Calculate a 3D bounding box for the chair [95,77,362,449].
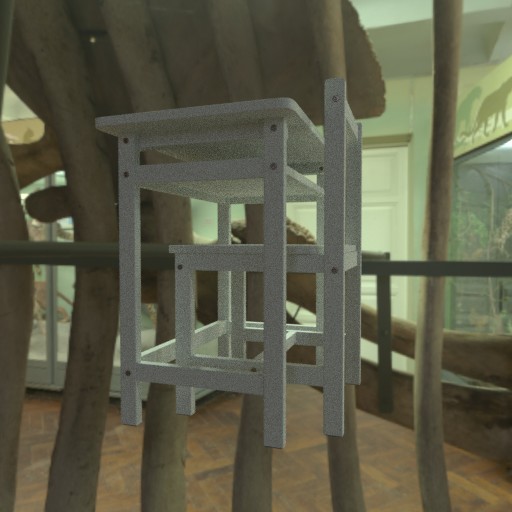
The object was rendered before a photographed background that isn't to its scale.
[{"bbox_3d":[0.000,0.000,1.061,0.461,0.673,0.599,1,2,19],"label":"chair"}]
